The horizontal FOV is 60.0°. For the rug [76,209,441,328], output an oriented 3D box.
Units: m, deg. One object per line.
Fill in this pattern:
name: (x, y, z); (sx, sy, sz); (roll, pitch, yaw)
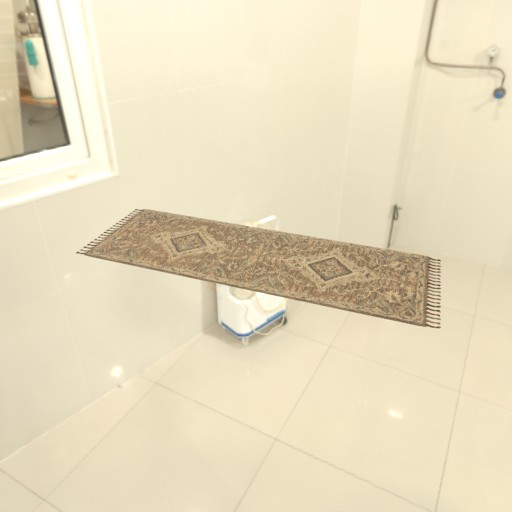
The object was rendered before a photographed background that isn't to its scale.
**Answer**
rug: (0.000, 0.000, 2.895); (2.378, 0.018, 1.324); (20, 37, 30)
